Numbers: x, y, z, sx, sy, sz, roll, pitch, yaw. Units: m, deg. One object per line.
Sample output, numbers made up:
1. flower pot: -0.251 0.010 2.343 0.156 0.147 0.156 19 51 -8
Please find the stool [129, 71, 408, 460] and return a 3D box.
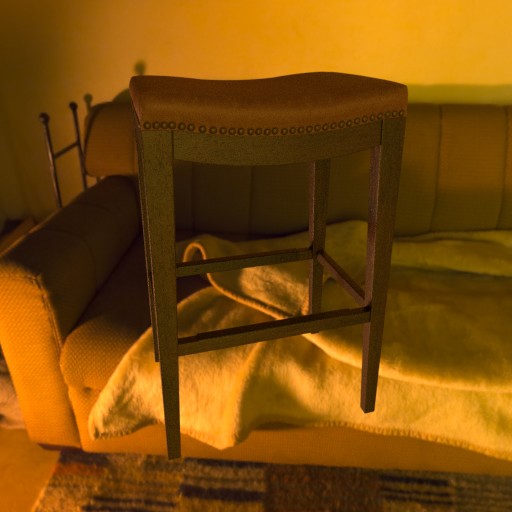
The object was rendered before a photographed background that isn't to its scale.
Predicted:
1. stool: 0.000 0.000 1.012 0.500 0.759 0.361 -7 27 -15
